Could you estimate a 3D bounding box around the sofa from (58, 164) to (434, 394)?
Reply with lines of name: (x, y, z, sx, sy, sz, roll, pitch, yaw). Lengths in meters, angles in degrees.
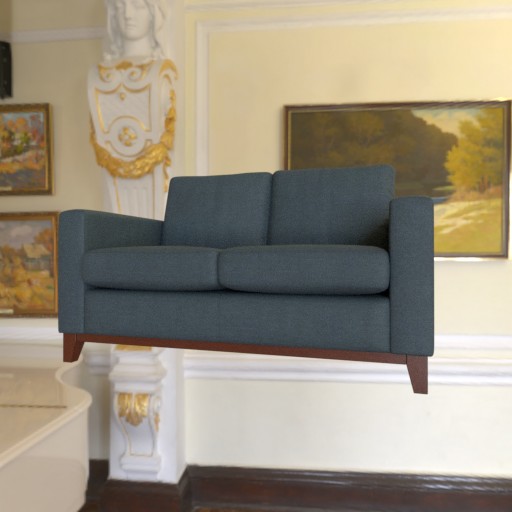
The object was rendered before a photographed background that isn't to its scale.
sofa: (0.000, 0.000, 2.065, 1.489, 0.903, 0.955, 0, 0, 18)
